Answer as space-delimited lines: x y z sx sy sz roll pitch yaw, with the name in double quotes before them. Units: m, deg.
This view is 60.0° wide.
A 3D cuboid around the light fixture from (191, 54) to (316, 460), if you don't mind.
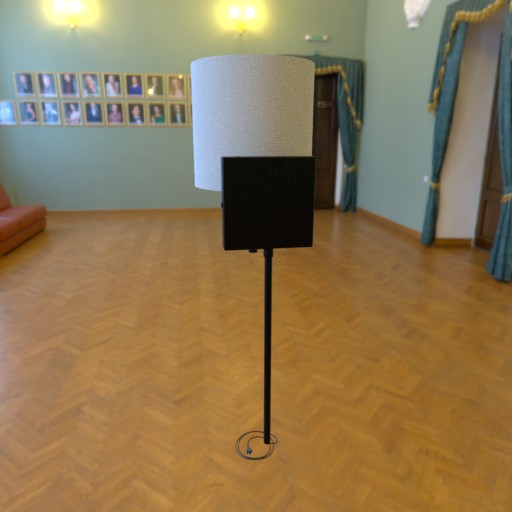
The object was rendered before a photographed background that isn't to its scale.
"light fixture" 0.000 0.000 0.727 0.188 0.589 0.248 -3 15 -9
